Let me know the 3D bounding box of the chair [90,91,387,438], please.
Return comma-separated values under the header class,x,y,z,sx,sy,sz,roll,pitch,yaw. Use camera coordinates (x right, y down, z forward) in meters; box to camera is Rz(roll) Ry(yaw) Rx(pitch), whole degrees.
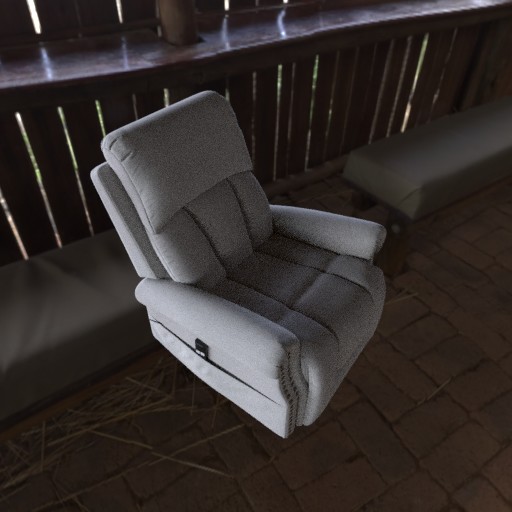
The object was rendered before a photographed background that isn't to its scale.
class,x,y,z,sx,sy,sz,roll,pitch,yaw
chair,0.000,0.000,1.802,0.979,1.031,0.871,24,46,26
